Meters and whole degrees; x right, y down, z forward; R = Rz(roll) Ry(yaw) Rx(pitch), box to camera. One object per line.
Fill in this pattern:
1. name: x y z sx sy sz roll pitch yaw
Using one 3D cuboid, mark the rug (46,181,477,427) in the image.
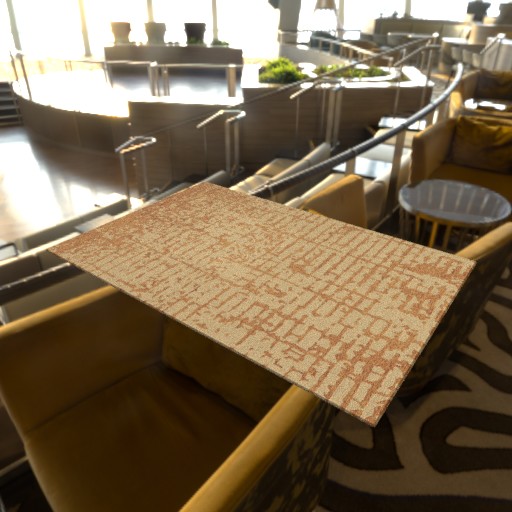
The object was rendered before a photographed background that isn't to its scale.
1. rug: 0.000 0.000 2.254 1.829 0.011 1.219 21 36 31
